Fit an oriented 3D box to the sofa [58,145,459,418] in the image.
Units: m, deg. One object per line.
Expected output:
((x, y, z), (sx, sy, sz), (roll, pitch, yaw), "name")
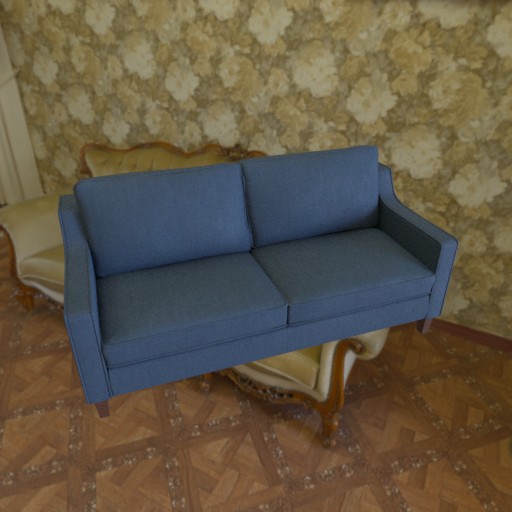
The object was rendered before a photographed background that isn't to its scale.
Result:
((0.000, 0.000, 2.773), (2.178, 1.071, 1.066), (-10, 32, -17), "sofa")
